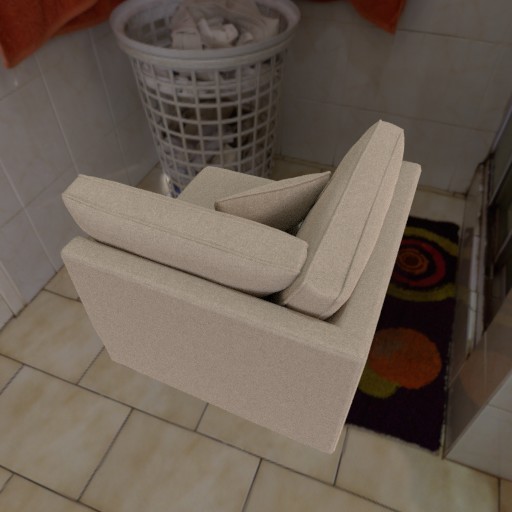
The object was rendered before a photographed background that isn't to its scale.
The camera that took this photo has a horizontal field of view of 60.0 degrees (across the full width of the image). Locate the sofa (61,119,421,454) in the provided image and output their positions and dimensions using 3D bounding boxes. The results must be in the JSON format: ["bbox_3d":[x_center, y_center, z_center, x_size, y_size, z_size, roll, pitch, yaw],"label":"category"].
[{"bbox_3d":[0.000,0.000,1.989,1.146,1.002,1.084,17,49,16],"label":"sofa"}]
